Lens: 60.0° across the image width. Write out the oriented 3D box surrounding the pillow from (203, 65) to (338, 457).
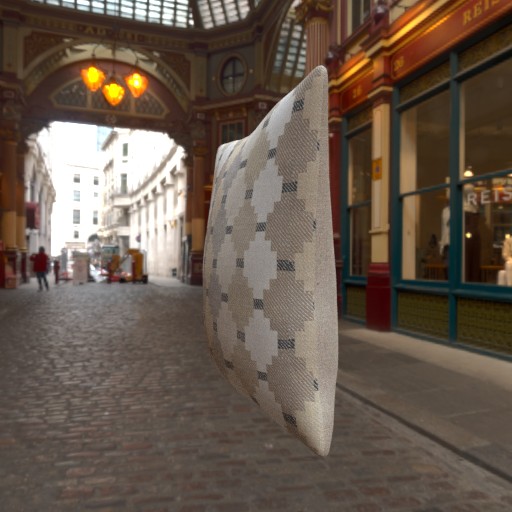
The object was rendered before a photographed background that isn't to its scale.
[{"bbox_3d":[0.000,0.000,0.878,0.192,0.558,0.578,0,0,-19],"label":"pillow"}]
